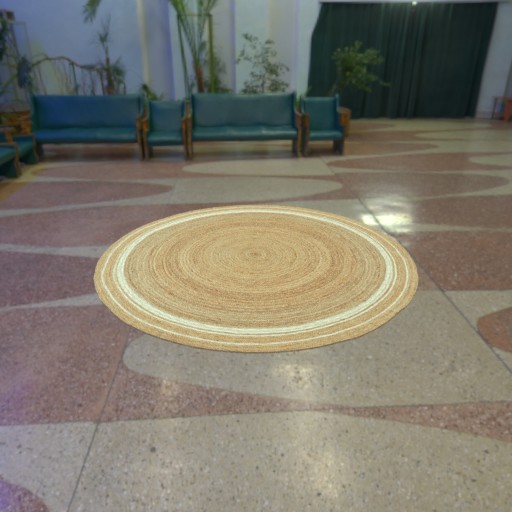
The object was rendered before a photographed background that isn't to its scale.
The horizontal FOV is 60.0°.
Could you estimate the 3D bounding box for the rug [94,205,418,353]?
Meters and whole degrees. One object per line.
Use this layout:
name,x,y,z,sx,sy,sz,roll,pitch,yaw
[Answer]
rug,0.000,0.000,3.518,2.444,0.015,2.444,0,26,0
